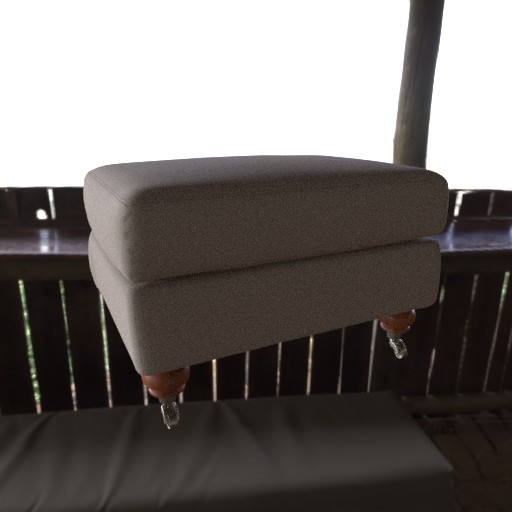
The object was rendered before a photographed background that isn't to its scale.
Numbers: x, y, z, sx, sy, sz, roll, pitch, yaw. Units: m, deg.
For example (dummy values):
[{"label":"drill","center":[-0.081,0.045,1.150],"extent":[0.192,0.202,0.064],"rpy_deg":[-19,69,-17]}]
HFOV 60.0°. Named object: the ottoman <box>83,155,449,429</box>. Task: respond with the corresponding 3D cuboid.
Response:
[{"label":"ottoman","center":[0.000,0.000,1.153],"extent":[0.773,0.497,0.574],"rpy_deg":[-8,19,-25]}]
